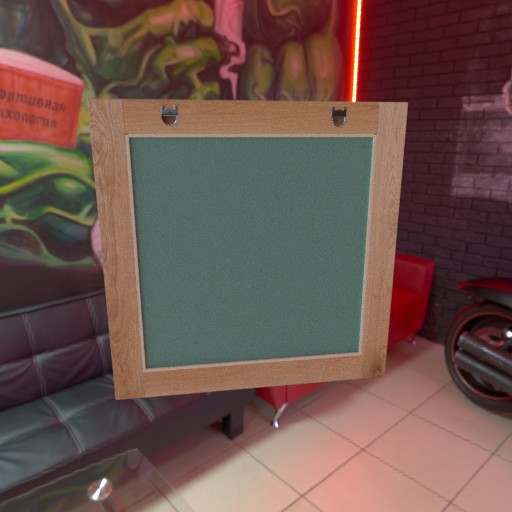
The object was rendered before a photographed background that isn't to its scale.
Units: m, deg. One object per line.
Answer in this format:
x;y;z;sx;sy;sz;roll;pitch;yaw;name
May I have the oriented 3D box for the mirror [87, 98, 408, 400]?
0.000;0.000;1.208;0.800;0.800;0.020;-2;15;-9;mirror
